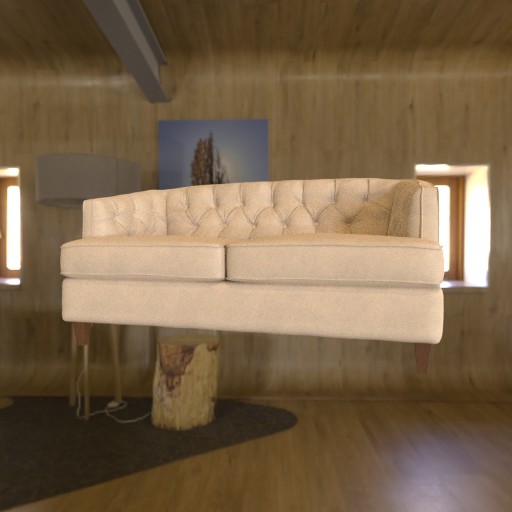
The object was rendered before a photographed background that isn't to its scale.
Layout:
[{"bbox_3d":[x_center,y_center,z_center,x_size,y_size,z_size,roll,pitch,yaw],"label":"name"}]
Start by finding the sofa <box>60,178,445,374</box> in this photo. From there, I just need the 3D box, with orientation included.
[{"bbox_3d":[0.000,0.000,2.287,1.731,0.878,0.940,0,1,18],"label":"sofa"}]
